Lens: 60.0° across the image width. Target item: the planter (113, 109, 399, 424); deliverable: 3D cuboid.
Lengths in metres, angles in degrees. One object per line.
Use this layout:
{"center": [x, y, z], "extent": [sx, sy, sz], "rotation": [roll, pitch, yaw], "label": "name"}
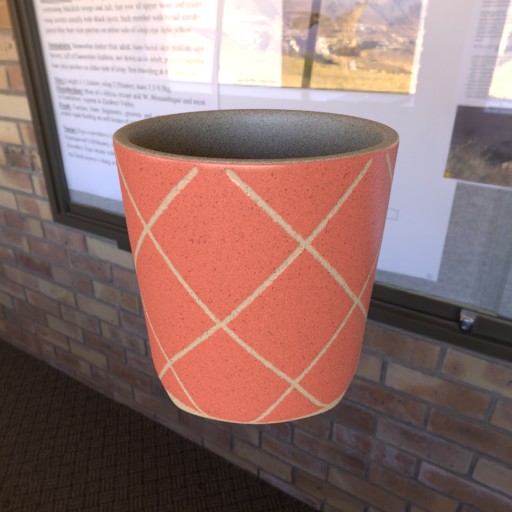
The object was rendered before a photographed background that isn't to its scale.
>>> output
{"center": [0.000, 0.000, 0.416], "extent": [0.227, 0.235, 0.227], "rotation": [0, 26, 0], "label": "planter"}
